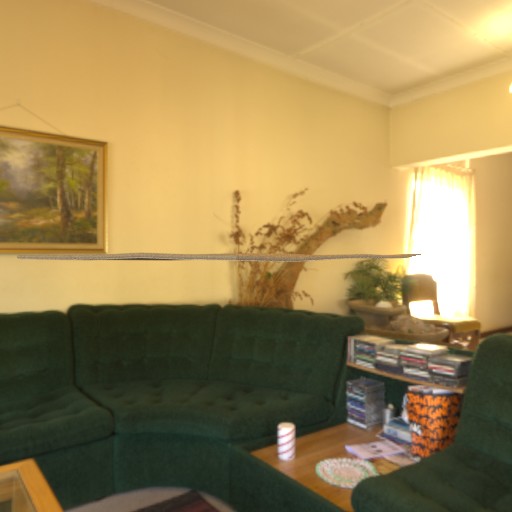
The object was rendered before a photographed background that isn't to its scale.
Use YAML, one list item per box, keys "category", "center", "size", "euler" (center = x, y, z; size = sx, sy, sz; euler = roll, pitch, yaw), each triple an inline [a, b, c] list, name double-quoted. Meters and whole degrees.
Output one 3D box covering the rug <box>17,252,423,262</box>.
- category: "rug"
  center: [0.000, 0.000, 3.002]
  size: [1.553, 0.053, 2.430]
  euler: [0, 0, 35]
